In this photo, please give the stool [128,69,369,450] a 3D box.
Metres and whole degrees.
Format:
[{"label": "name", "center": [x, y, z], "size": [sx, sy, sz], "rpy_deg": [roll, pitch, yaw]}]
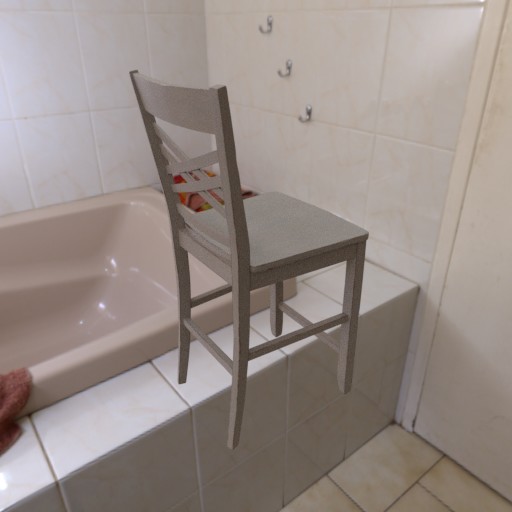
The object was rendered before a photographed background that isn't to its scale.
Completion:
[{"label": "stool", "center": [0.000, 0.000, 1.393], "size": [0.539, 1.079, 0.462], "rpy_deg": [-18, 32, -31]}]
